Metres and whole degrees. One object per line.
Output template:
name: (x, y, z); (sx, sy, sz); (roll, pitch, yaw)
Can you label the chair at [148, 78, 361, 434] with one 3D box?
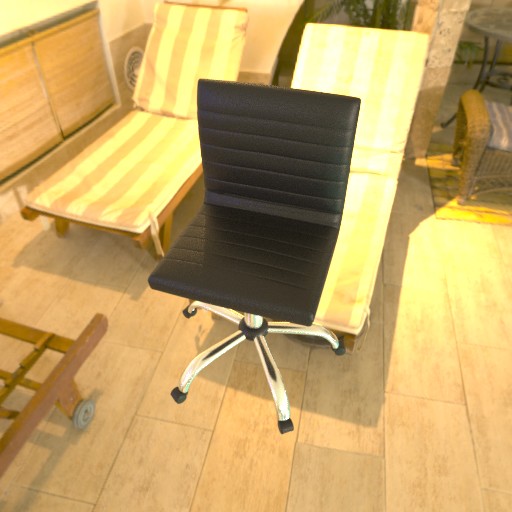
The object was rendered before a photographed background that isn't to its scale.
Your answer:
chair: (0.000, 0.000, 1.161); (0.556, 0.780, 0.530); (12, 43, 13)
